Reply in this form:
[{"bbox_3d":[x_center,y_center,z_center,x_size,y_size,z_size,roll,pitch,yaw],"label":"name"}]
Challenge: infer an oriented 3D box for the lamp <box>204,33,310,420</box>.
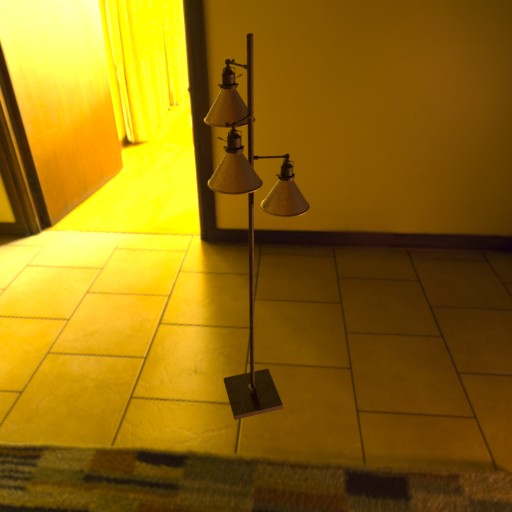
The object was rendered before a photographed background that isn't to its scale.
[{"bbox_3d":[0.000,0.000,1.897,0.415,1.716,0.428,-9,34,-13],"label":"lamp"}]
